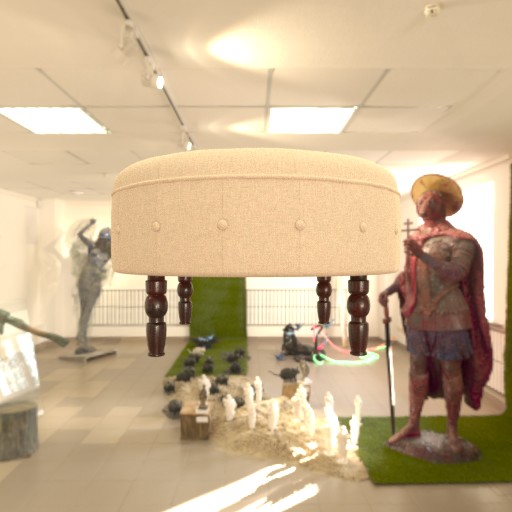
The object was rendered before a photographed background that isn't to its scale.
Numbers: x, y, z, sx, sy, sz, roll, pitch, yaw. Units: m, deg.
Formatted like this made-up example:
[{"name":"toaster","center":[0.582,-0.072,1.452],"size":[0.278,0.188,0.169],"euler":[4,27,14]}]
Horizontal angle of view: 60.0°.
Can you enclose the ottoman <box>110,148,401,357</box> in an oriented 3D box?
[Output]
[{"name":"ottoman","center":[0.000,0.000,1.363],"size":[0.848,0.494,0.848],"euler":[0,0,0]}]
